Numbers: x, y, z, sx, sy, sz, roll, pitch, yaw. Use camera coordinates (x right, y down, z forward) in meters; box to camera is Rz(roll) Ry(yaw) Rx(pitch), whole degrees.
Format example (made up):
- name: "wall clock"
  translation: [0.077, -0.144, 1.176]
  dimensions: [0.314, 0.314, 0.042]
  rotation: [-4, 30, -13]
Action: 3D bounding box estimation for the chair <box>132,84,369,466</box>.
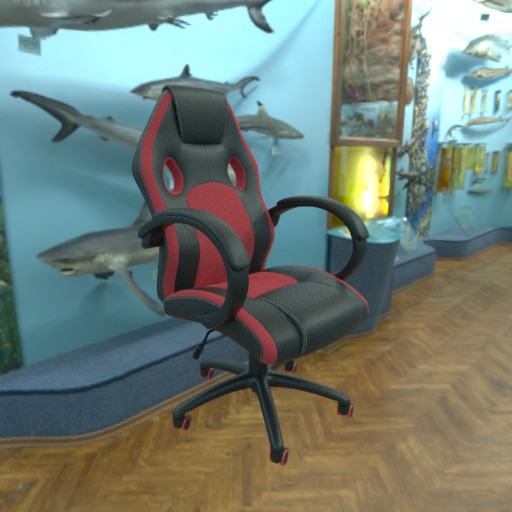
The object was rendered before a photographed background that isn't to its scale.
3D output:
- name: "chair"
  translation: [0.000, 0.000, 1.563]
  dimensions: [0.673, 1.187, 0.724]
  rotation: [-13, 18, -44]
